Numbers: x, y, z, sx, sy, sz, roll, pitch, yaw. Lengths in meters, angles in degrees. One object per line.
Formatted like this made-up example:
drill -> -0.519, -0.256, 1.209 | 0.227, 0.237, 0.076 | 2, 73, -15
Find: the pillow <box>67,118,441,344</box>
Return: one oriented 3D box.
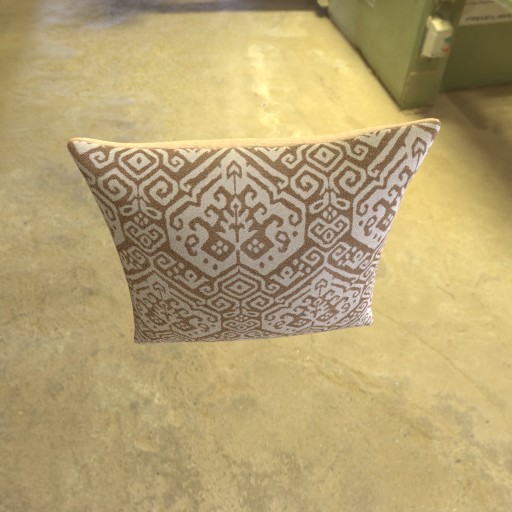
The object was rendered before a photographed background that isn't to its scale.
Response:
pillow -> 0.000, 0.000, 0.631 | 0.419, 0.407, 0.173 | -4, 48, -4
